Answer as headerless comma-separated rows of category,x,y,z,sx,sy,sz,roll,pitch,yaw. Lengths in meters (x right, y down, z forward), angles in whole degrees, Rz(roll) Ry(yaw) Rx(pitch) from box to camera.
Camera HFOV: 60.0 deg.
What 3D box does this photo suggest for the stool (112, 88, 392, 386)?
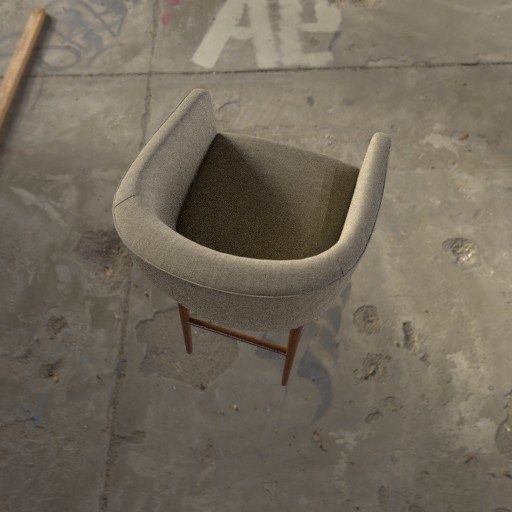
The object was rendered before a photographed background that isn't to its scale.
stool,0.000,0.000,1.329,0.559,0.952,0.635,16,65,8
